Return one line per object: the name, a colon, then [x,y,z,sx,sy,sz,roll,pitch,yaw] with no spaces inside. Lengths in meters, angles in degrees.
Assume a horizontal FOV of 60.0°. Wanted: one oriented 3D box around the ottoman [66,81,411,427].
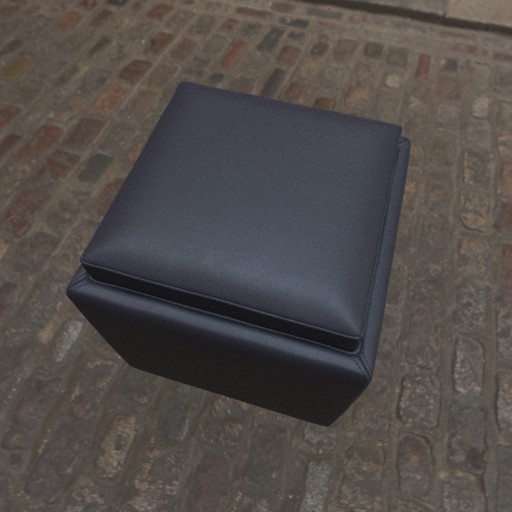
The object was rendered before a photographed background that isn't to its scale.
ottoman: [0.000,0.000,0.826,0.451,0.460,0.450,14,61,8]
